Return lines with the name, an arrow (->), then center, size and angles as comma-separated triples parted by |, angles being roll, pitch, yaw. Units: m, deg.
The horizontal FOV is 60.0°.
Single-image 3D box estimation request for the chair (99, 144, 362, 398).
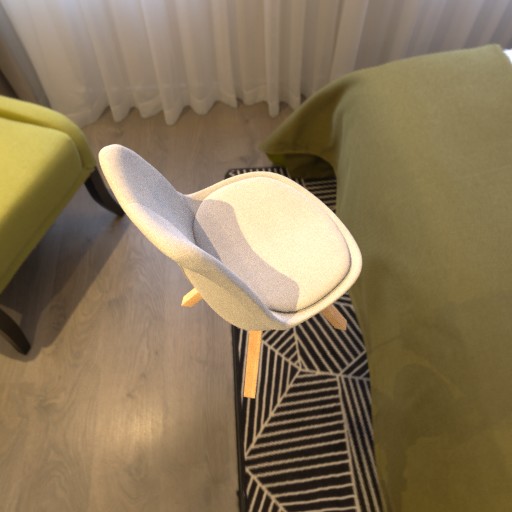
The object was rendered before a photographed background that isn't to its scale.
chair -> 0.000, 0.000, 1.188 | 0.549, 0.863, 0.474 | -31, 64, -17
